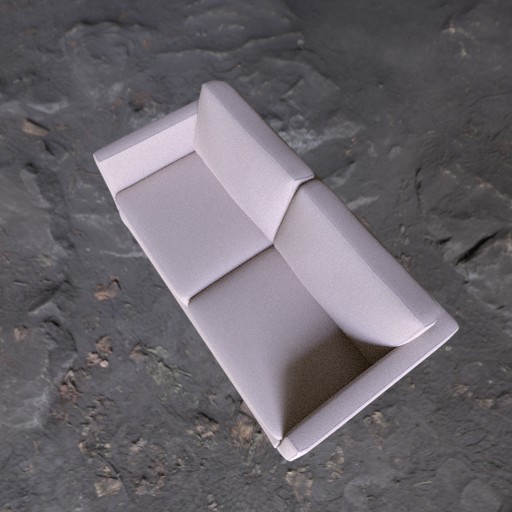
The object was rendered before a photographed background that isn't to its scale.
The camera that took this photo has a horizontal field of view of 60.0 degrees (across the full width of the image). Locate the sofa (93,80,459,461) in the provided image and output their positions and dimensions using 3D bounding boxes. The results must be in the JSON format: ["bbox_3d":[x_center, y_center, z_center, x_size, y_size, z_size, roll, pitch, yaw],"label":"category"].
[{"bbox_3d":[0.000,0.000,2.232,0.873,0.888,1.722,-32,68,-15],"label":"sofa"}]
